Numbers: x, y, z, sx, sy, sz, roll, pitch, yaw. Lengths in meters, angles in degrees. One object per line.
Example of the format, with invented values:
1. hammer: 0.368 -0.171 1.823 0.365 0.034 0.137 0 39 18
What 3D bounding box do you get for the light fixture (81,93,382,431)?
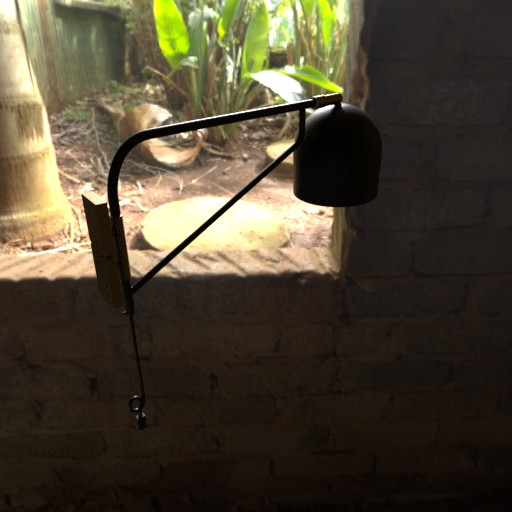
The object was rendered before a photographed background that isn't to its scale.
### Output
1. light fixture: 0.000 0.000 1.050 0.720 0.696 0.215 -19 32 -33
